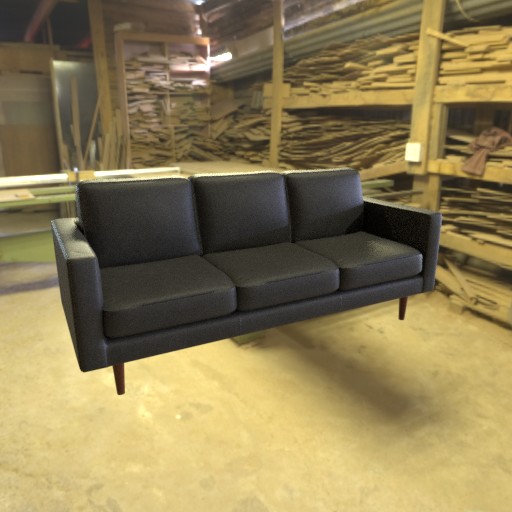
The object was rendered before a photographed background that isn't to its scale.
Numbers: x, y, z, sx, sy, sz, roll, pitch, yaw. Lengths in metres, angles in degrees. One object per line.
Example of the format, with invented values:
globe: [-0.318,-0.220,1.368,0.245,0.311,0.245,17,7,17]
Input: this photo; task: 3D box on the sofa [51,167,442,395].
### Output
sofa: [0.000,0.000,2.519,2.029,0.899,0.879,-8,18,-26]
